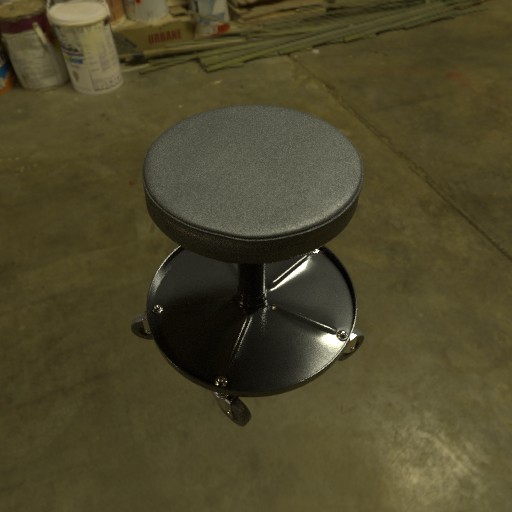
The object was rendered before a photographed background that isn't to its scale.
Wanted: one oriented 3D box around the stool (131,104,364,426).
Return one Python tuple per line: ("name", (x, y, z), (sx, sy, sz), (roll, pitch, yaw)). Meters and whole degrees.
("stool", (0.000, 0.000, 0.679), (0.381, 0.365, 0.382), (17, 50, 15))
